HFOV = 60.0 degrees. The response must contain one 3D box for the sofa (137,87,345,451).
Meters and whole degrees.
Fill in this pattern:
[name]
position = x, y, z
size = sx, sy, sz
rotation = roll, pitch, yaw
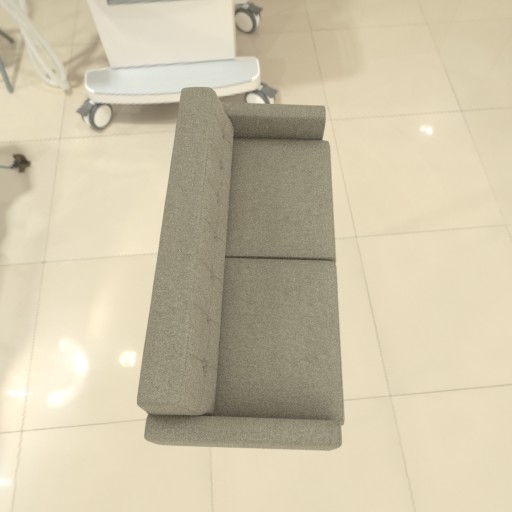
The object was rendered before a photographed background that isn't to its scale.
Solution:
[sofa]
position = 0.000, 0.000, 2.595
size = 0.968, 0.873, 2.055
rotation = 2, 64, 1
